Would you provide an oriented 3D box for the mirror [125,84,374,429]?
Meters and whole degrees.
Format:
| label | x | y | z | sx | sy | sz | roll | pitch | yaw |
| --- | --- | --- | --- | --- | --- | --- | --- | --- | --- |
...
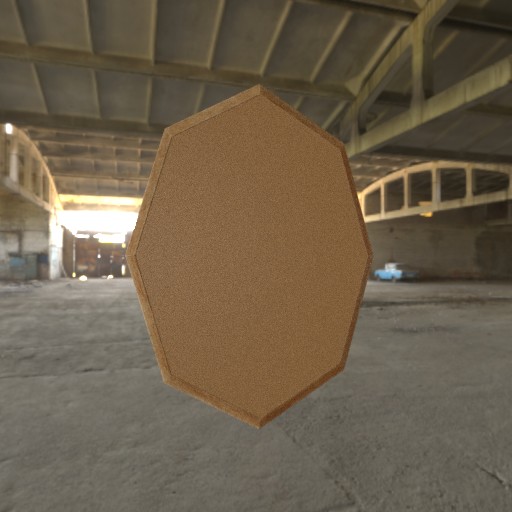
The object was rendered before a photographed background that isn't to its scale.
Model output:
| label | x | y | z | sx | sy | sz | roll | pitch | yaw |
| --- | --- | --- | --- | --- | --- | --- | --- | --- | --- |
| mirror | 0.000 | 0.000 | 1.022 | 0.577 | 0.774 | 0.070 | 0 | -1 | -16 |
